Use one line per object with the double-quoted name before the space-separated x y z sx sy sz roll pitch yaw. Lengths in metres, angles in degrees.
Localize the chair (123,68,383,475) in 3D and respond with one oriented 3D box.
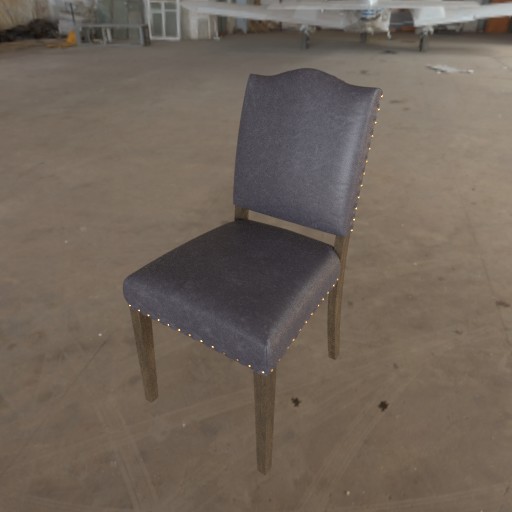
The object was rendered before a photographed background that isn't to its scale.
"chair" 0.000 0.000 1.338 0.500 0.991 0.633 19 36 29
